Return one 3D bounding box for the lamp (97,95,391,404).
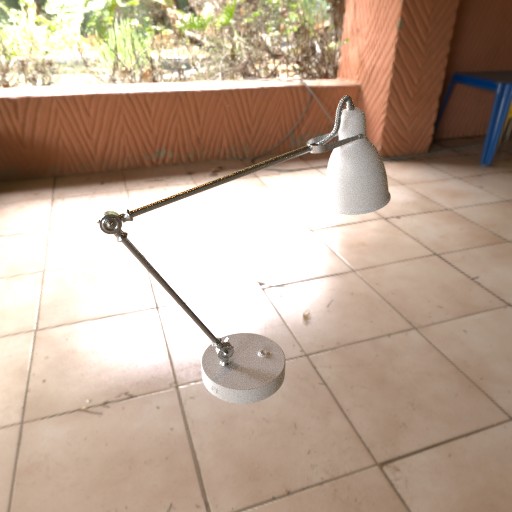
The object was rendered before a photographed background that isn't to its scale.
[{"bbox_3d":[0.000,0.000,0.870,0.561,0.587,0.187,-10,30,-18],"label":"lamp"}]
